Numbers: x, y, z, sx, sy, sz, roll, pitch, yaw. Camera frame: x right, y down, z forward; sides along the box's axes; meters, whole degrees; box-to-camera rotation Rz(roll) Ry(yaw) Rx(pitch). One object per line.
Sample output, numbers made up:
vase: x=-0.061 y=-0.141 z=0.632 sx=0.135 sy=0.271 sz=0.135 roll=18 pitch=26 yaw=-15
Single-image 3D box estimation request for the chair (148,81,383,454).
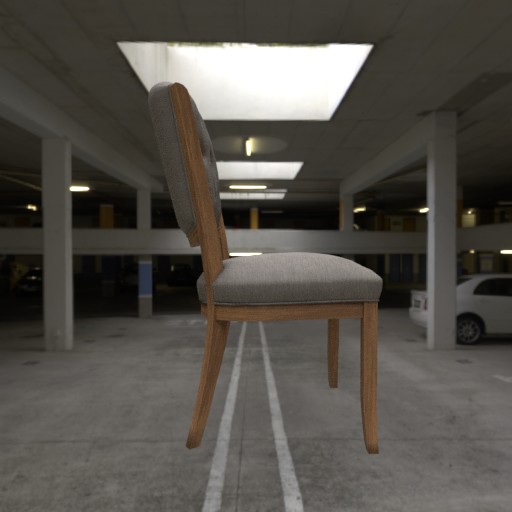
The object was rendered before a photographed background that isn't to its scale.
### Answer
chair: x=0.000 y=0.000 z=1.268 sx=0.584 sy=0.905 sz=0.513 roll=0 pitch=1 yaw=-1
